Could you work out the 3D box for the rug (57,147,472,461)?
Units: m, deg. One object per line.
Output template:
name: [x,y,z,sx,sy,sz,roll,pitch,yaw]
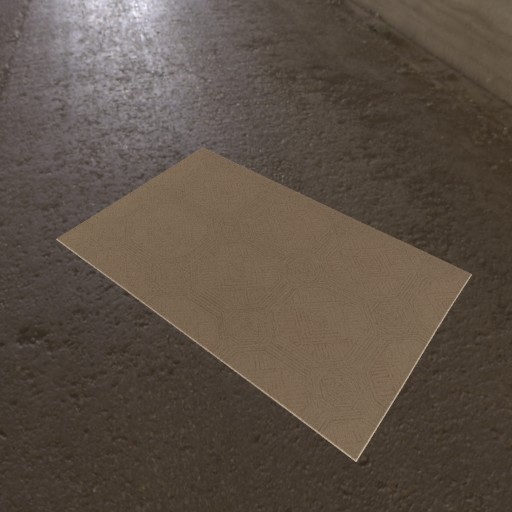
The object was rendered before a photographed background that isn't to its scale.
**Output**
rug: [0.000,0.000,3.047,2.440,0.008,1.524,30,53,26]
